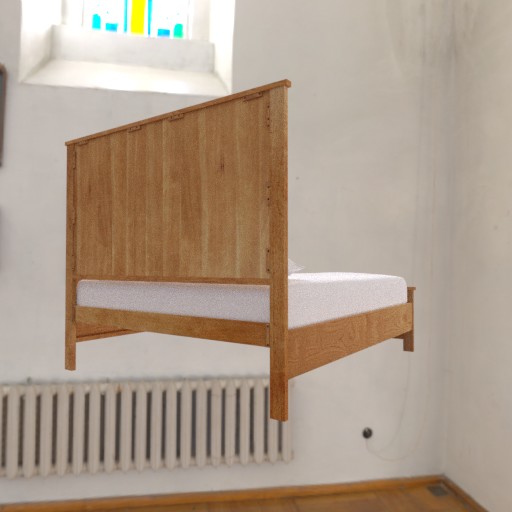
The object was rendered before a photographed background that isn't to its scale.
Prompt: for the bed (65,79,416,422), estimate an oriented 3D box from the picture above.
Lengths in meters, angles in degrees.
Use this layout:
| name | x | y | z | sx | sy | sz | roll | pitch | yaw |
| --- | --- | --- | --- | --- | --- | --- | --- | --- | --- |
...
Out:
| name | x | y | z | sx | sy | sz | roll | pitch | yaw |
| --- | --- | --- | --- | --- | --- | --- | --- | --- | --- |
| bed | 0.000 | 0.000 | 4.168 | 2.225 | 1.938 | 2.530 | -1 | -2 | 35 |
